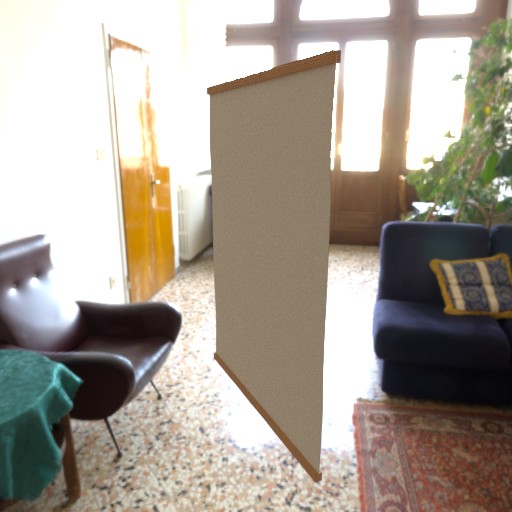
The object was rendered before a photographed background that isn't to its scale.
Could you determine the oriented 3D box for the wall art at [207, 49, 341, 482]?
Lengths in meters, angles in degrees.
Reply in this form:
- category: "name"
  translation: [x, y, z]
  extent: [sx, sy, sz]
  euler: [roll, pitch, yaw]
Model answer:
- category: "wall art"
  translation: [0.000, 0.000, 1.326]
  extent: [0.020, 1.016, 0.739]
  euler: [-7, 16, -25]
